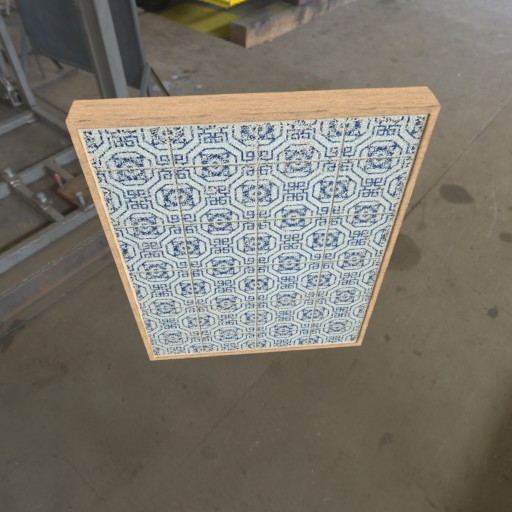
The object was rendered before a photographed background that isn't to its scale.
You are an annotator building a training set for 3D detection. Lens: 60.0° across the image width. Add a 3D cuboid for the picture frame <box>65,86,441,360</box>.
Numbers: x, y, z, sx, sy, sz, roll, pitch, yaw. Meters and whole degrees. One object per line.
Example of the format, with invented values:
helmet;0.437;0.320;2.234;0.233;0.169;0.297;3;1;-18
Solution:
picture frame;0.000;0.000;0.705;0.421;0.526;0.046;-3;48;-3
